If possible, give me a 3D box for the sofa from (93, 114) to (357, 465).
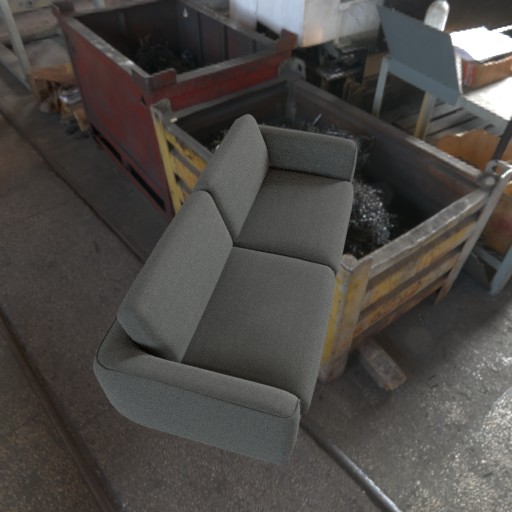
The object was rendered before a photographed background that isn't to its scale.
[{"bbox_3d":[0.000,0.000,2.461,0.920,0.850,2.000,11,47,11],"label":"sofa"}]
